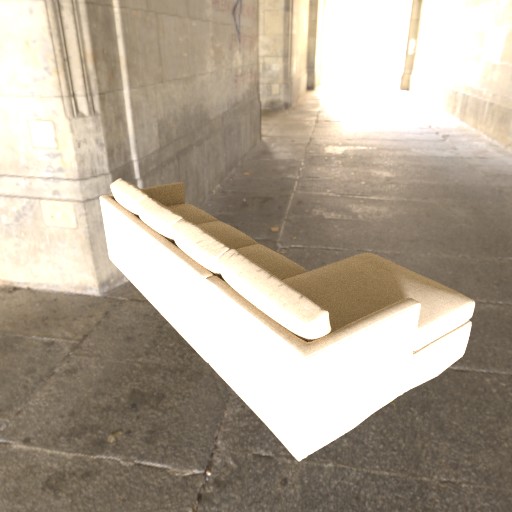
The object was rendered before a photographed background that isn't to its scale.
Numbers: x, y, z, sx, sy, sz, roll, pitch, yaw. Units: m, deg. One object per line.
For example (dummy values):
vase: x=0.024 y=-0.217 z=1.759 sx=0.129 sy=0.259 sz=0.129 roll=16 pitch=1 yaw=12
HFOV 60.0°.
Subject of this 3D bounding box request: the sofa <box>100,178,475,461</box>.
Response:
sofa: x=0.000 y=0.000 z=3.857 sx=1.650 sy=0.922 sz=3.205 roll=-17 pitch=30 yaw=-31
